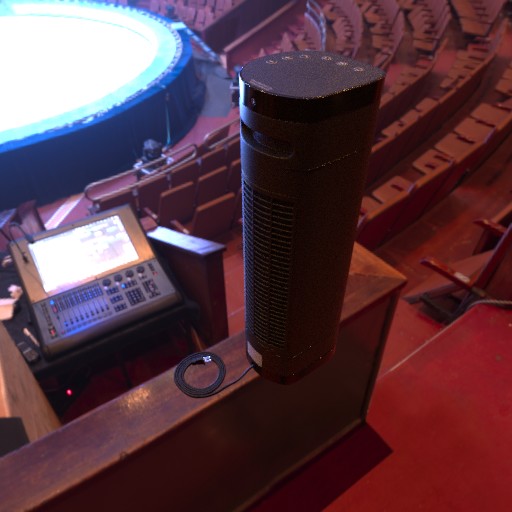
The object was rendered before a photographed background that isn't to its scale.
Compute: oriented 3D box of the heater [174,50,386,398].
[{"bbox_3d":[0.000,0.000,0.708,0.312,0.552,0.174,-26,47,-27],"label":"heater"}]
